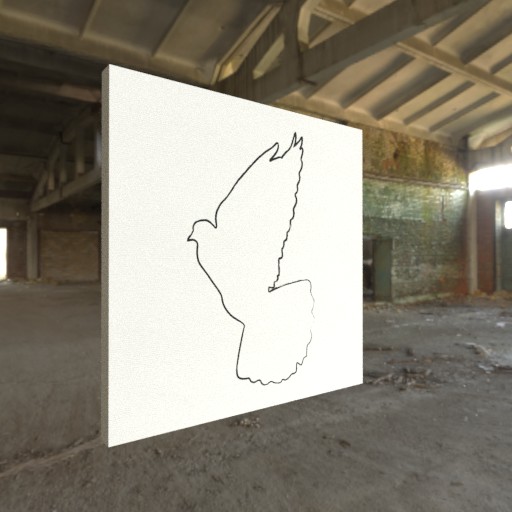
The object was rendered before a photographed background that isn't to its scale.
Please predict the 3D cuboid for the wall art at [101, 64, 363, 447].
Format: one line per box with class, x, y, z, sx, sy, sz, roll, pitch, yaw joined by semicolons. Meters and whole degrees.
wall art;0.000;0.000;0.901;0.610;0.610;0.038;0;0;-36
